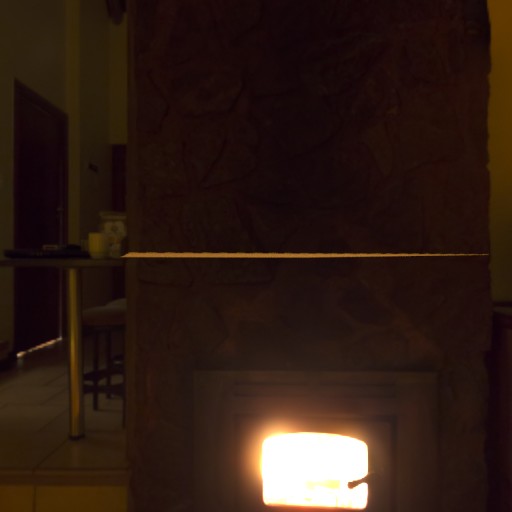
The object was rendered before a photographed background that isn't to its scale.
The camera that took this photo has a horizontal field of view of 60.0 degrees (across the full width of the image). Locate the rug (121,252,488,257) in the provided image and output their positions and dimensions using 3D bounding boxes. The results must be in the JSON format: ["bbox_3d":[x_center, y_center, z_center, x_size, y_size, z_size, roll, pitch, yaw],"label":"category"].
[{"bbox_3d":[0.000,0.000,4.226,2.439,0.005,3.201,0,-1,-18],"label":"rug"}]
